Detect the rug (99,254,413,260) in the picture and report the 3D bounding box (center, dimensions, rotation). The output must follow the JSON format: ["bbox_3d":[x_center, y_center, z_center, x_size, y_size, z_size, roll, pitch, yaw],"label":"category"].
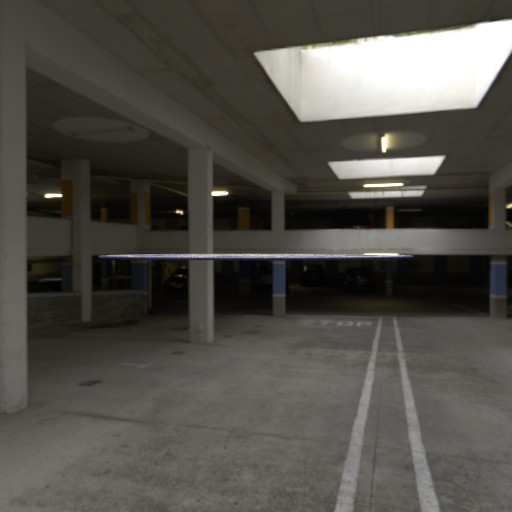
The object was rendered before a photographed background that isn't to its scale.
[{"bbox_3d":[0.000,0.000,2.374,1.591,0.010,1.591,0,1,0],"label":"rug"}]
